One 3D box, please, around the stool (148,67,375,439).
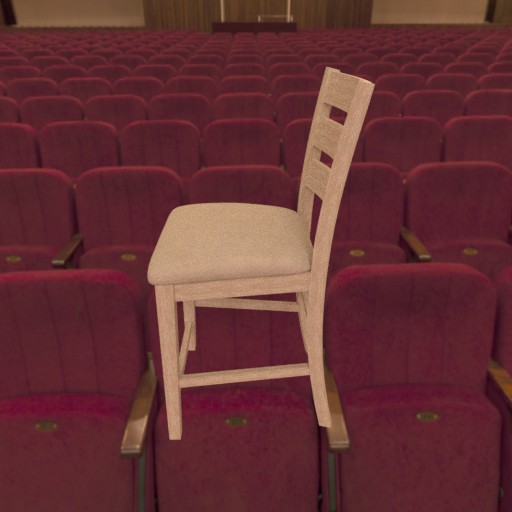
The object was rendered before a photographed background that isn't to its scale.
[{"bbox_3d":[0.000,0.000,1.347,0.569,1.032,0.484,-1,27,-1],"label":"stool"}]
